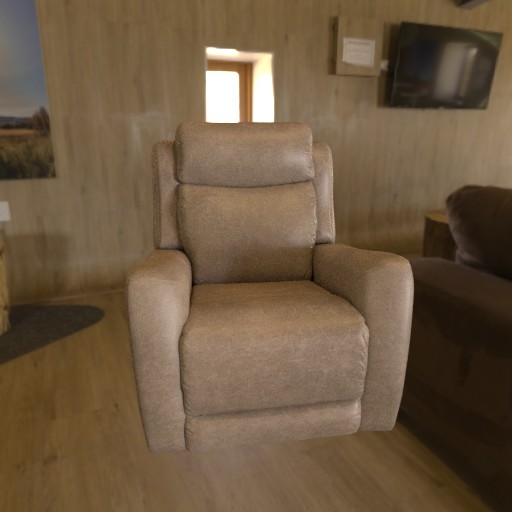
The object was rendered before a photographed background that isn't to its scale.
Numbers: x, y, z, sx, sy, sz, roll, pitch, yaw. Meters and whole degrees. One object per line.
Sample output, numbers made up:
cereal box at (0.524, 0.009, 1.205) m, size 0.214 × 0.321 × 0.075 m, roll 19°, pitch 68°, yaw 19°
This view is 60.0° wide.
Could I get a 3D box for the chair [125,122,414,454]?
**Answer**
chair at (0.000, 0.000, 1.892) m, size 0.965 × 1.116 × 1.068 m, roll -2°, pitch 16°, yaw -8°
